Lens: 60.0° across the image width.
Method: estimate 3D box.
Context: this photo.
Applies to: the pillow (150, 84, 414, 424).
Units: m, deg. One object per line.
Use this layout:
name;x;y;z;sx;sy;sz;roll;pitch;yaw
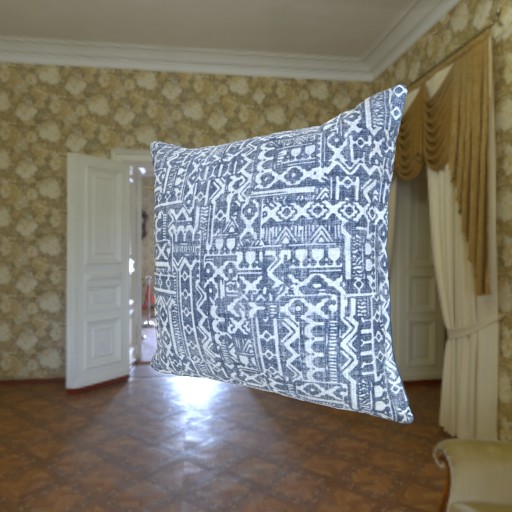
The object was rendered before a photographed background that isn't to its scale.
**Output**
pillow;0.000;0.000;0.780;0.546;0.487;0.180;0;0;36
